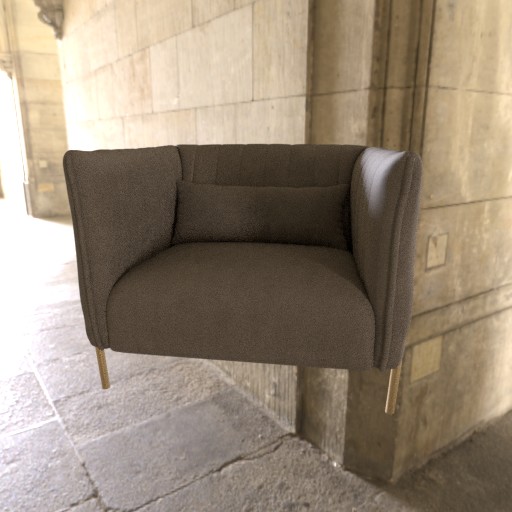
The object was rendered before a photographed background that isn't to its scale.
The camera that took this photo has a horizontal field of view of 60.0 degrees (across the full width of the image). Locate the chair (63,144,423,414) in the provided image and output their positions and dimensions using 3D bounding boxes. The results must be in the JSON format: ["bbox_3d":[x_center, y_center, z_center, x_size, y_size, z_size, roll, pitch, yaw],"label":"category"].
[{"bbox_3d":[0.000,0.000,1.600,0.981,0.779,0.873,2,15,8],"label":"chair"}]
